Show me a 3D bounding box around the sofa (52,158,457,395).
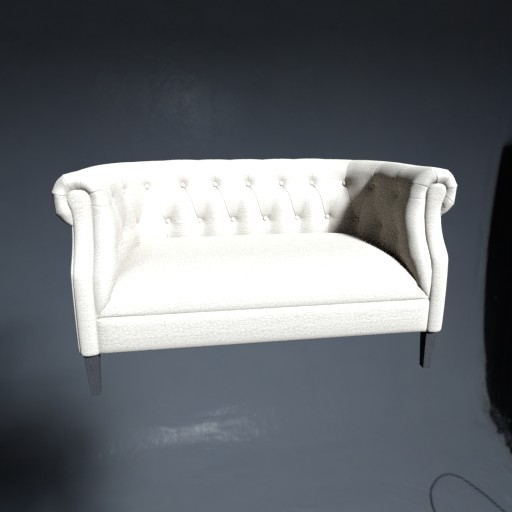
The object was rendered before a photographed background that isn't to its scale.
[{"bbox_3d":[0.000,0.000,2.023,1.558,0.827,0.835,-2,16,-8],"label":"sofa"}]
